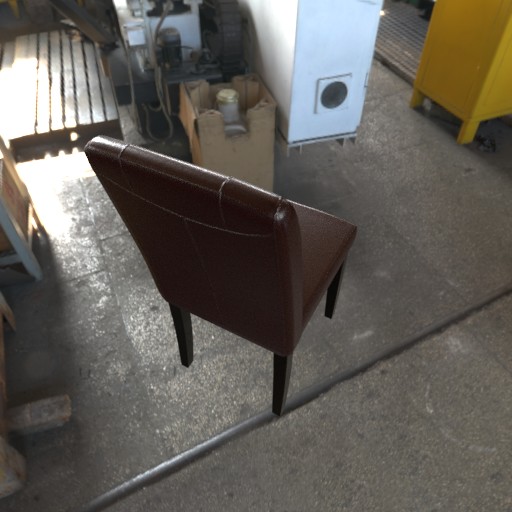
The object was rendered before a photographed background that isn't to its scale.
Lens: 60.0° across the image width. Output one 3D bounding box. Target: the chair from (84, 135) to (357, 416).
[{"bbox_3d":[0.000,0.000,1.182,0.399,0.897,0.556,22,50,19],"label":"chair"}]
